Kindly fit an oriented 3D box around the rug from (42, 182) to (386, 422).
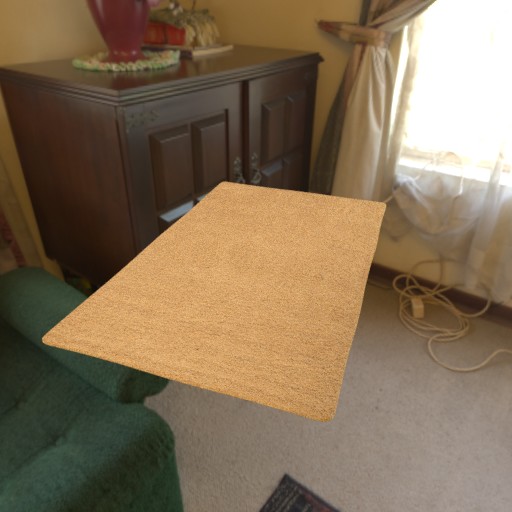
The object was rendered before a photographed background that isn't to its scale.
[{"bbox_3d":[0.000,0.000,2.988,1.500,0.025,2.349,10,32,17],"label":"rug"}]
